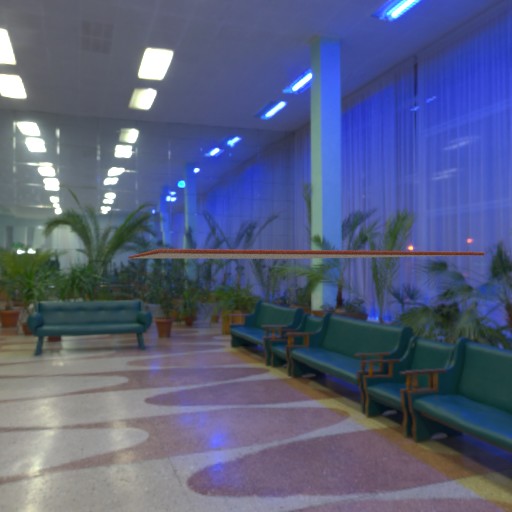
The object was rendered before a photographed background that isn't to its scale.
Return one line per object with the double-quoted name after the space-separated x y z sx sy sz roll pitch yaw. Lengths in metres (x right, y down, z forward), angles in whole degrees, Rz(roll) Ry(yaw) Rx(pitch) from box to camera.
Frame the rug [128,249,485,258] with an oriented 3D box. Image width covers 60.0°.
0.000 0.000 2.355 1.219 0.014 1.829 0 -1 -19 "rug"
